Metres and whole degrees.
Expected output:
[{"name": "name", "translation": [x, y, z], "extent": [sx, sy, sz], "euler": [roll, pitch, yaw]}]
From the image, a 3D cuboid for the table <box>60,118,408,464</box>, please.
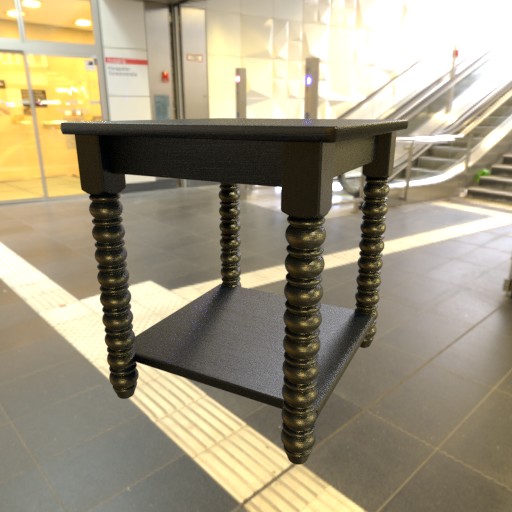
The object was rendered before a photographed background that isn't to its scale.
[{"name": "table", "translation": [0.000, 0.000, 0.971], "extent": [0.500, 0.567, 0.533], "euler": [9, 20, 26]}]
